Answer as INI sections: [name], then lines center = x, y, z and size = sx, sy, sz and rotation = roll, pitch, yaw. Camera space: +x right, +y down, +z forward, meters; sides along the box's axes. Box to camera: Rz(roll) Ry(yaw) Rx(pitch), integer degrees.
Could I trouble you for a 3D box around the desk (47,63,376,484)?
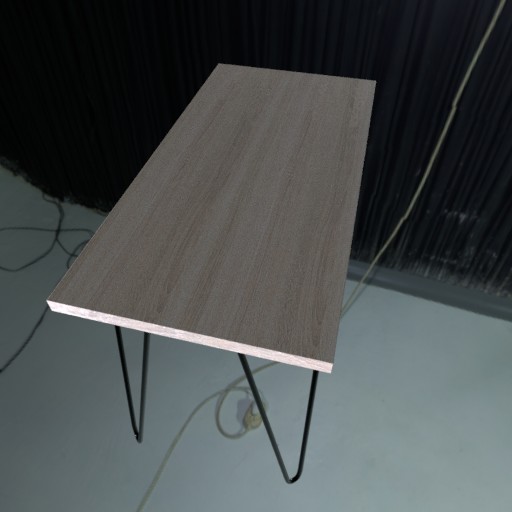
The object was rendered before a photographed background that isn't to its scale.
[desk]
center = 0.000, 0.000, 1.297
size = 0.499, 0.660, 0.991
rotation = 10, 48, 10
